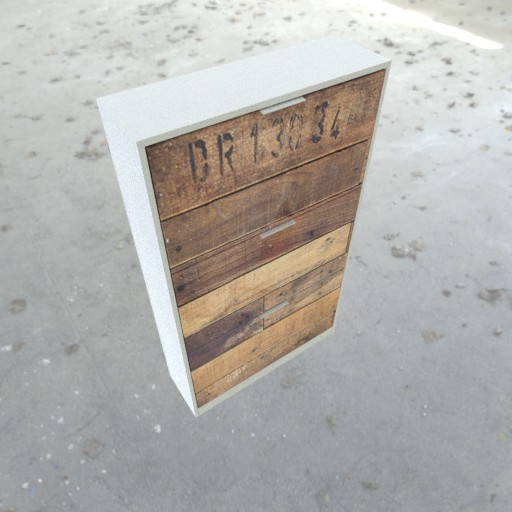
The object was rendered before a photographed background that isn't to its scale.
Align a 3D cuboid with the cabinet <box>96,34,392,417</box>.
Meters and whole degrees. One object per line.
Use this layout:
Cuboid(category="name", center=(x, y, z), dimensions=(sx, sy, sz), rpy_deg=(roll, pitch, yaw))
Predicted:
Cuboid(category="cabinet", center=(0.000, 0.000, 1.582), dimensions=(0.750, 1.280, 0.250), rpy_deg=(-26, 51, -23))
